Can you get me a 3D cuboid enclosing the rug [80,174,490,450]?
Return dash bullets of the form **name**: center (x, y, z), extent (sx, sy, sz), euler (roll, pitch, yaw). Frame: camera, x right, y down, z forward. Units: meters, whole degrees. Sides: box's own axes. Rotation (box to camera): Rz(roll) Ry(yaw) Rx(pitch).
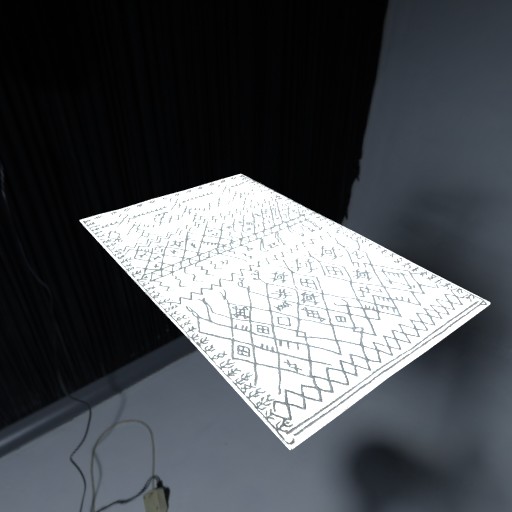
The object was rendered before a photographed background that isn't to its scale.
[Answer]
- **rug**: center (0.000, 0.000, 2.972), extent (1.530, 0.012, 2.444), euler (-22, 39, -31)
